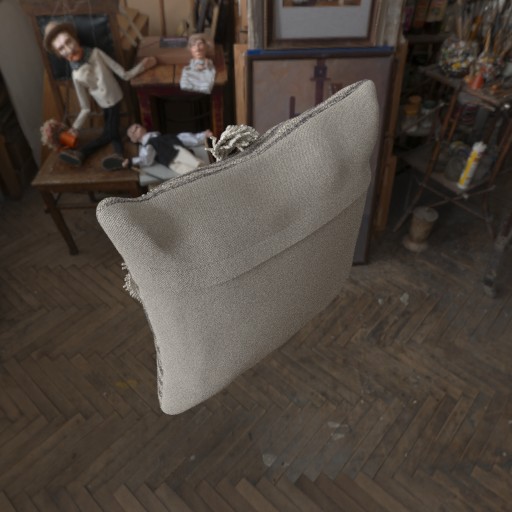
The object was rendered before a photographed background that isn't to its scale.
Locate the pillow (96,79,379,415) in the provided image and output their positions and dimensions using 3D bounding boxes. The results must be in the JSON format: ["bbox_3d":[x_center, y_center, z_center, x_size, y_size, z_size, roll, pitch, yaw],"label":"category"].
[{"bbox_3d":[0.000,0.000,0.768,0.484,0.490,0.234,-33,54,-28],"label":"pillow"}]
